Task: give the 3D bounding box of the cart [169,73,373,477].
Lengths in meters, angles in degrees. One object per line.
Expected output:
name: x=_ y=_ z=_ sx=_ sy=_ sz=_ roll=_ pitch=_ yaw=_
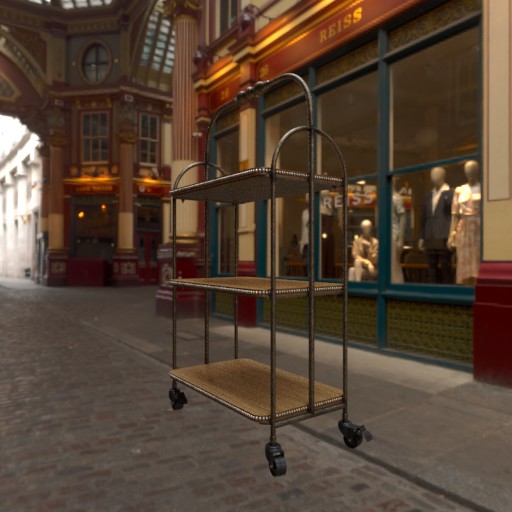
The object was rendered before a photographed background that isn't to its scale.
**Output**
cart: x=0.000 y=0.000 z=1.360 sx=0.330 sy=1.052 sz=0.650 roll=0 pitch=0 yaw=-36
